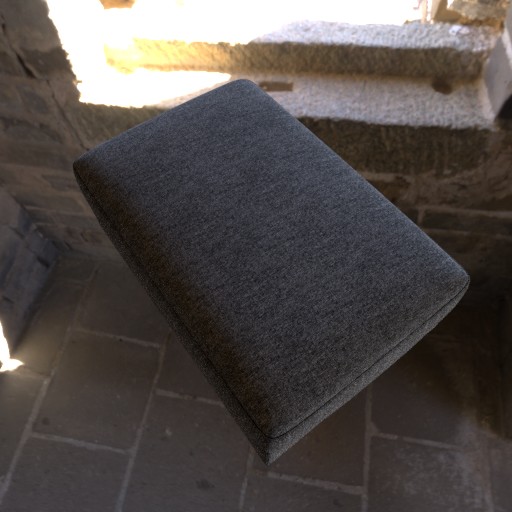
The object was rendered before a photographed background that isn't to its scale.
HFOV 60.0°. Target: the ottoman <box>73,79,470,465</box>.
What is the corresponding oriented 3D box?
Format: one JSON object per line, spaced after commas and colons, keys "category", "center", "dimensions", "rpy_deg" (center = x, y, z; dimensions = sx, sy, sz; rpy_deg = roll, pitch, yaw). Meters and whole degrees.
{"category": "ottoman", "center": [0.000, 0.000, 1.188], "dimensions": [0.584, 0.483, 0.864], "rpy_deg": [-33, 65, -18]}
